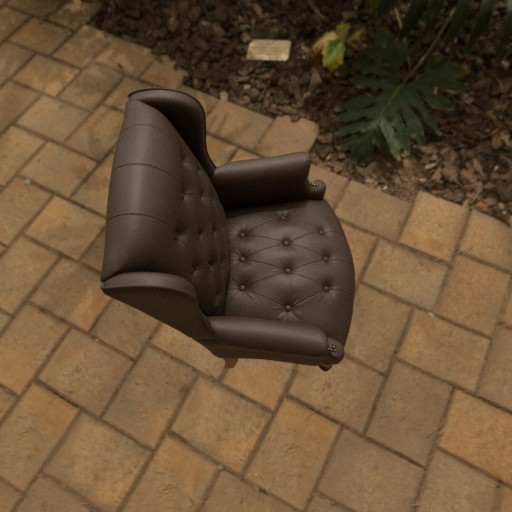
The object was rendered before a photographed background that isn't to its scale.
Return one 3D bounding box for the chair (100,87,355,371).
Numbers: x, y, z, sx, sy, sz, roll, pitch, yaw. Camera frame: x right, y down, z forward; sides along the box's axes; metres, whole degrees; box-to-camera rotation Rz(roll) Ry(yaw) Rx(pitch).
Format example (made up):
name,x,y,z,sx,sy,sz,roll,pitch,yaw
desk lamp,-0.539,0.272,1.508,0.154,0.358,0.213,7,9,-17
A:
name,x,y,z,sx,sy,sz,roll,pitch,yaw
chair,0.000,0.000,1.703,0.819,1.132,0.829,-1,64,0
